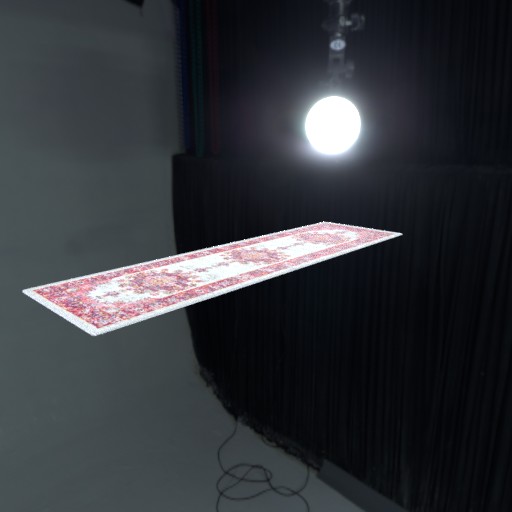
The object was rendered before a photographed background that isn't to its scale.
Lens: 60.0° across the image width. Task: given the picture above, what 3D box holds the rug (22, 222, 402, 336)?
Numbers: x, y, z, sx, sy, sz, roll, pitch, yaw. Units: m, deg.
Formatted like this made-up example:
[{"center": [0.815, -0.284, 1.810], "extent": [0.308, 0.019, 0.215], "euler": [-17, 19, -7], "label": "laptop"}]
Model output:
[{"center": [0.000, 0.000, 2.530], "extent": [0.666, 0.011, 2.294], "euler": [14, 20, 42], "label": "rug"}]
